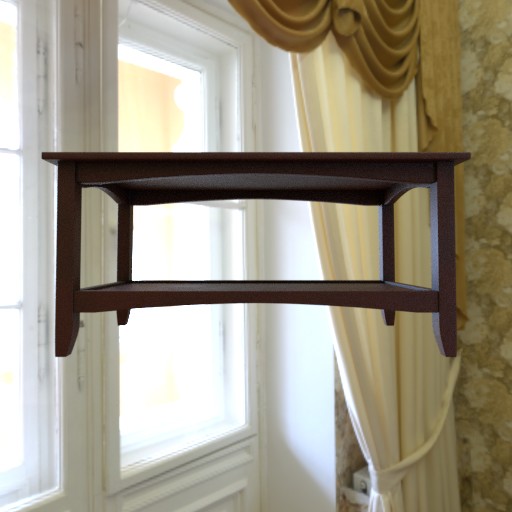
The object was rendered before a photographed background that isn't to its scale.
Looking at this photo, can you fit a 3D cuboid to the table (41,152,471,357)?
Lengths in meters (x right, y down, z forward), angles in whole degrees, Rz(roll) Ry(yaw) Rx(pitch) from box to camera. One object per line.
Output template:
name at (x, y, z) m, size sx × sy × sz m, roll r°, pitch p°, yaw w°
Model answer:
table at (0.000, 0.000, 1.236) m, size 0.943 × 0.456 × 0.533 m, roll 0°, pitch 0°, yaw 0°
